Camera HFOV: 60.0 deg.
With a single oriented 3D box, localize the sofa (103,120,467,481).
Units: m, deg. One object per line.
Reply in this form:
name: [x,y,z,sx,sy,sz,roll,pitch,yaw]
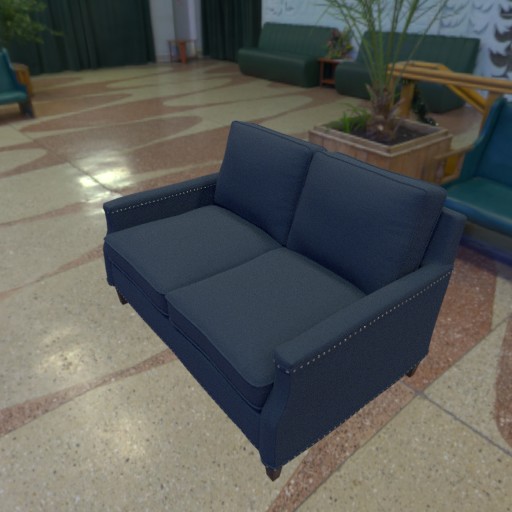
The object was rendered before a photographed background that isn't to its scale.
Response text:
sofa: [0.000,0.000,2.244,1.084,1.003,1.597,-22,37,-32]
